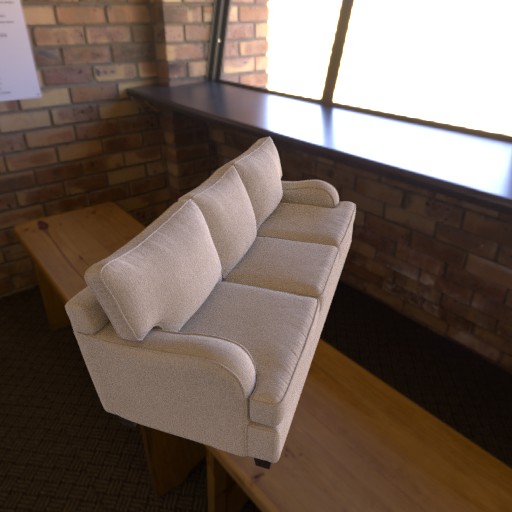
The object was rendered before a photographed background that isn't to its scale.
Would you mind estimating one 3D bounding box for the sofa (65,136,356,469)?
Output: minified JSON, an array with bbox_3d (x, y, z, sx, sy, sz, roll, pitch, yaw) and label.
[{"bbox_3d":[0.000,0.000,2.877,1.016,0.991,2.323,9,31,16],"label":"sofa"}]
